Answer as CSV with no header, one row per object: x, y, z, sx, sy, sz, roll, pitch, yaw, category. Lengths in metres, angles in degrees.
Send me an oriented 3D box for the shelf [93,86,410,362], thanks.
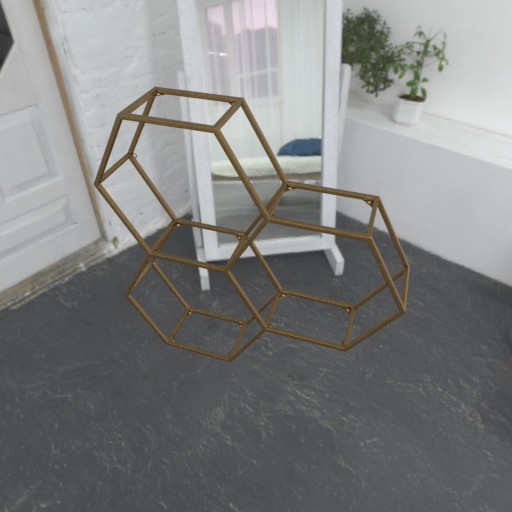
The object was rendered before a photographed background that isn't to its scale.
0.000,0.000,1.065,0.708,0.701,0.150,12,42,14,shelf
